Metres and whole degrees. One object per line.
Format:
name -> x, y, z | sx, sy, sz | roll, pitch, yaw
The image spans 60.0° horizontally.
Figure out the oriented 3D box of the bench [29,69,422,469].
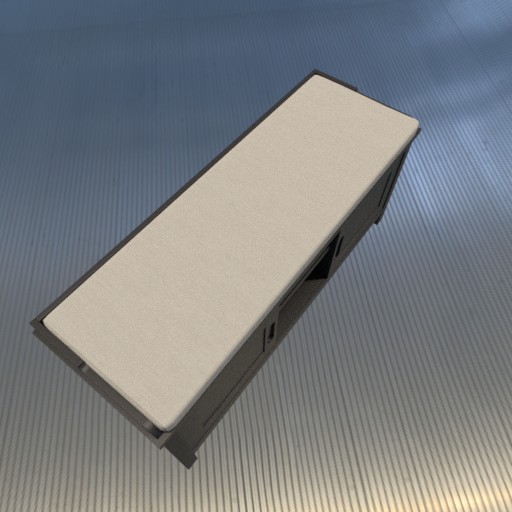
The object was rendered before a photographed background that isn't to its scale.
bench -> 0.000, 0.000, 1.344 | 0.398, 0.501, 1.140 | 33, 63, 19
